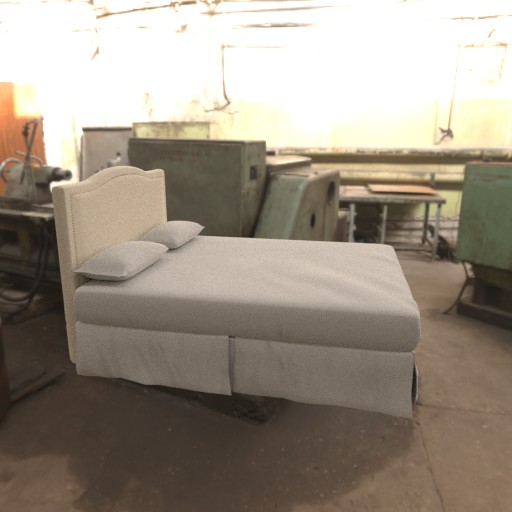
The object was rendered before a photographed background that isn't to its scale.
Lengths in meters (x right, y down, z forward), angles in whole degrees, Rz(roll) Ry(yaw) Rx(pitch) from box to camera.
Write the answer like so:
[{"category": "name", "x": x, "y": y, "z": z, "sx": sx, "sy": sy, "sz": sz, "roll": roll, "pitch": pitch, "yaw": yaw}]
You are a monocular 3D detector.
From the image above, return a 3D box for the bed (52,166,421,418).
[{"category": "bed", "x": 0.000, "y": 0.000, "z": 3.691, "sx": 2.477, "sy": 1.437, "sz": 1.977, "roll": 3, "pitch": 15, "yaw": 11}]
